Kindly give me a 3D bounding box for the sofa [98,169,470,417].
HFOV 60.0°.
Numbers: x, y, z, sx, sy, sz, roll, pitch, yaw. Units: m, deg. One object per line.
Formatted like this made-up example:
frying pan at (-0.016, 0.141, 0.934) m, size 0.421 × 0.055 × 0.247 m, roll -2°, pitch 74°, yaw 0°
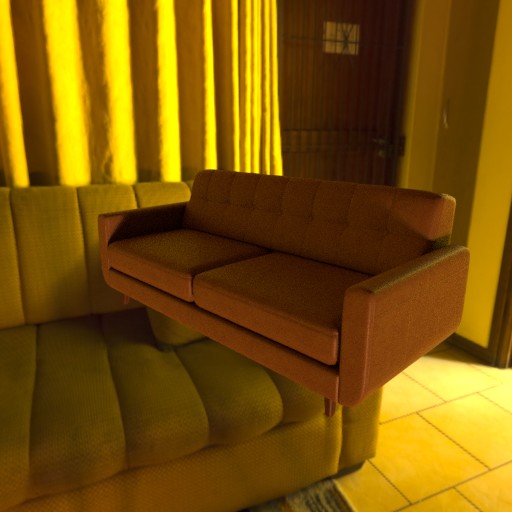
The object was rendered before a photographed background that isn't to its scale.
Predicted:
sofa at (0.000, 0.000, 2.650) m, size 0.980 × 0.892 × 2.137 m, roll -15°, pitch 22°, yaw -42°
